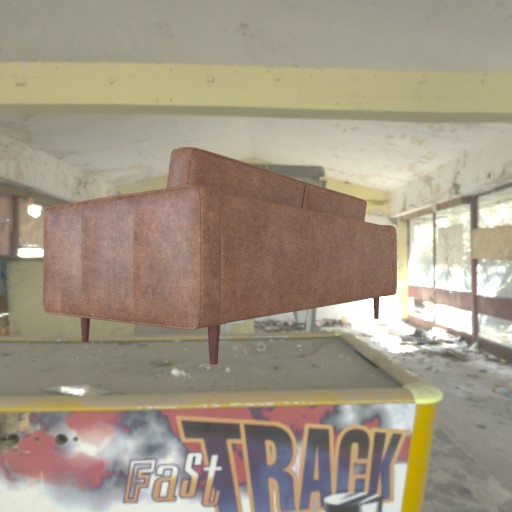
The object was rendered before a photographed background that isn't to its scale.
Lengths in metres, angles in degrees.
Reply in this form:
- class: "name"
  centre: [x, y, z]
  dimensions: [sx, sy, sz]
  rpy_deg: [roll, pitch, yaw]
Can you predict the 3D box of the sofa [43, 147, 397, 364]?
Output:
- class: "sofa"
  centre: [0.000, 0.000, 2.338]
  dimensions: [0.910, 0.760, 1.870]
  rpy_deg: [-1, -1, 36]
